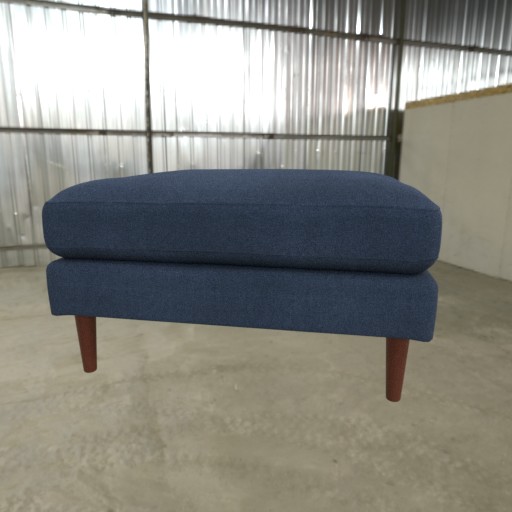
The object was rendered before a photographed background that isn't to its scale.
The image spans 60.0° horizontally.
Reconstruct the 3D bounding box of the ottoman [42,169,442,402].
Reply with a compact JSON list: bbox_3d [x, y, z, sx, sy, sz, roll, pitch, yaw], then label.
[{"bbox_3d":[0.000,0.000,1.221,0.821,0.474,0.693,2,13,10],"label":"ottoman"}]
